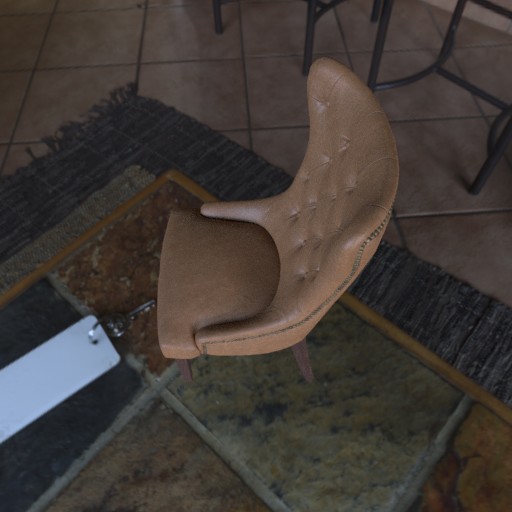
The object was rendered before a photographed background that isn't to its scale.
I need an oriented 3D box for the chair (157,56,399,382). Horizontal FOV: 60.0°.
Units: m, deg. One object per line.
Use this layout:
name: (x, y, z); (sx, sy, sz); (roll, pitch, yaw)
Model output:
chair: (0.000, 0.000, 1.461); (0.669, 1.065, 0.611); (-2, 58, -1)
